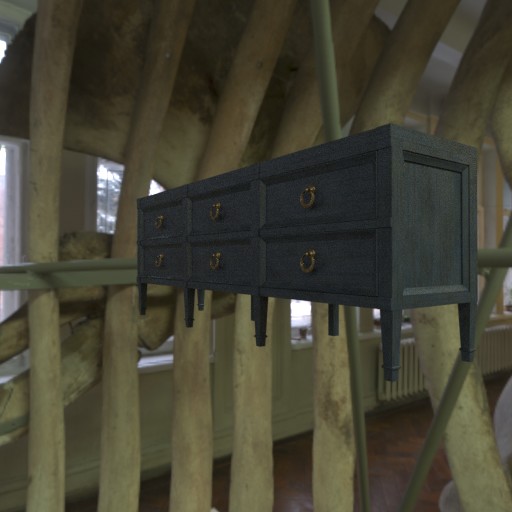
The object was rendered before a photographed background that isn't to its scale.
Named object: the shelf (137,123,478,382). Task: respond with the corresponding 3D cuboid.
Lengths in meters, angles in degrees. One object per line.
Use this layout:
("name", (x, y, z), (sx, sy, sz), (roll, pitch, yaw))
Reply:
("shelf", (0.000, 0.000, 2.106), (0.471, 0.715, 1.878), (0, -1, -36))
